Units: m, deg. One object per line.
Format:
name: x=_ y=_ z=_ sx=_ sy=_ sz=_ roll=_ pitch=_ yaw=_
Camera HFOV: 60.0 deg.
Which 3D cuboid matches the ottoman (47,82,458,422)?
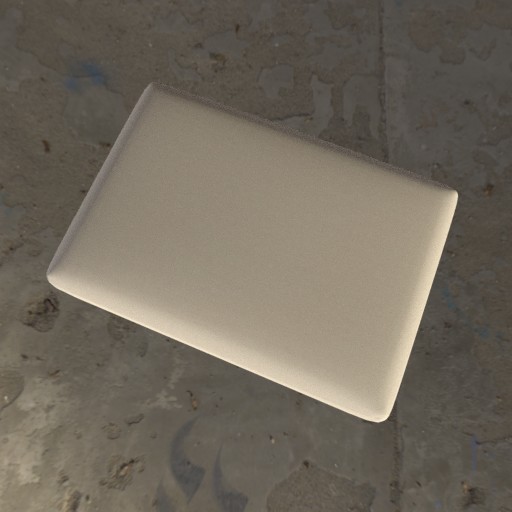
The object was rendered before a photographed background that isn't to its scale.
ottoman: x=0.000 y=0.000 z=1.224 sx=0.835 sy=0.497 sz=0.581 roll=22 pitch=76 yaw=6
